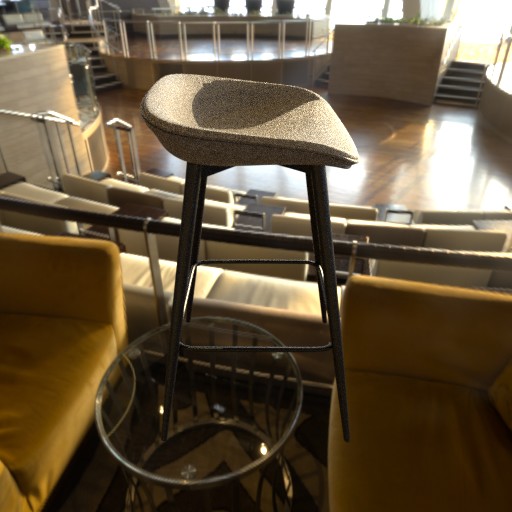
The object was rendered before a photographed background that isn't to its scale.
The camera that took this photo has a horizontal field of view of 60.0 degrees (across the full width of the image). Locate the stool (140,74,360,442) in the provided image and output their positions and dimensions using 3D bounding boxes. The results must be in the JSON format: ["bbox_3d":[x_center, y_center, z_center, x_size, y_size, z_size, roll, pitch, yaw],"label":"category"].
[{"bbox_3d":[0.000,0.000,1.100,0.480,0.814,0.469,0,32,0],"label":"stool"}]
